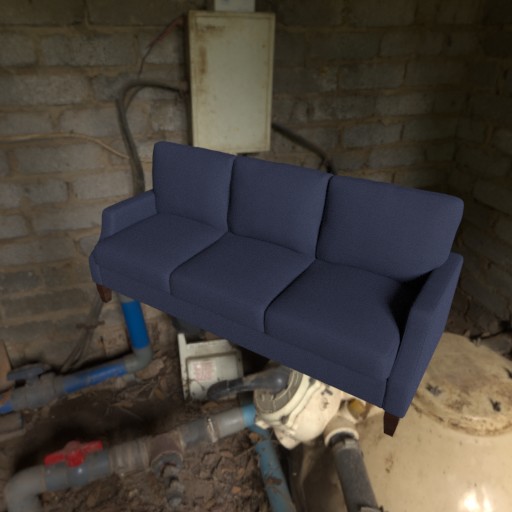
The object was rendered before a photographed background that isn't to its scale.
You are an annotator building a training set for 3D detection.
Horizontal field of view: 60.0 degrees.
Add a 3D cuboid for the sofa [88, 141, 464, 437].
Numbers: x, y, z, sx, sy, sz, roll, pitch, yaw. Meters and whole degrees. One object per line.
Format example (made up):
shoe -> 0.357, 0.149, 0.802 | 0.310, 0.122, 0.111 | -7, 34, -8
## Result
sofa -> 0.000, 0.000, 2.621 | 2.115, 0.984, 0.888 | 18, 33, 29
